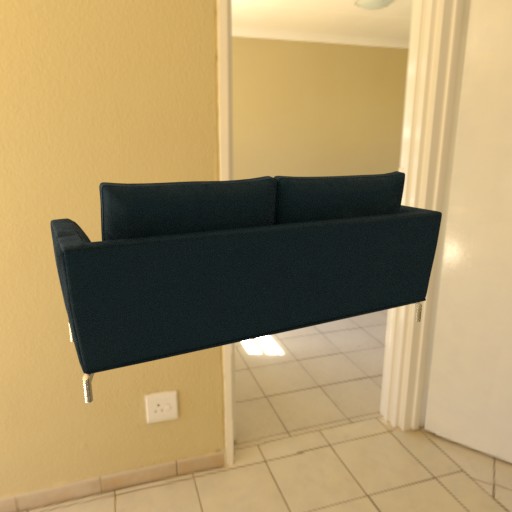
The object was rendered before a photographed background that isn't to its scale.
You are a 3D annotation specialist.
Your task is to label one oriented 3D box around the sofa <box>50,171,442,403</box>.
[{"bbox_3d":[0.000,0.000,2.711,2.212,0.998,0.853,-7,16,-26],"label":"sofa"}]
